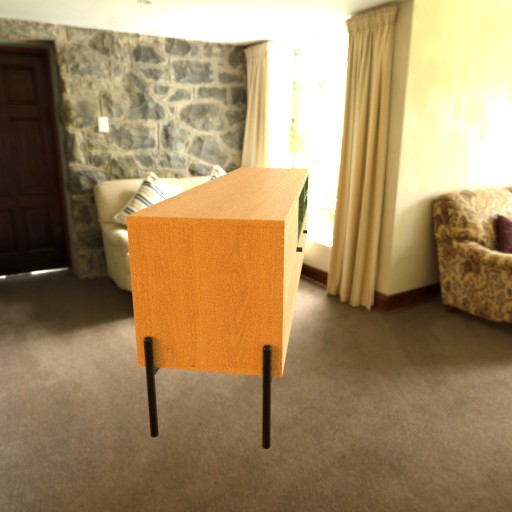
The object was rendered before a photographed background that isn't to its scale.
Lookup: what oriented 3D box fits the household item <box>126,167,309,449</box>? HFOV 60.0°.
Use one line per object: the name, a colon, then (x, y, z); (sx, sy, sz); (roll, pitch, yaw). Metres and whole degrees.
household item: (0.000, 0.000, 1.828); (0.400, 0.600, 1.550); (2, 16, 8)
